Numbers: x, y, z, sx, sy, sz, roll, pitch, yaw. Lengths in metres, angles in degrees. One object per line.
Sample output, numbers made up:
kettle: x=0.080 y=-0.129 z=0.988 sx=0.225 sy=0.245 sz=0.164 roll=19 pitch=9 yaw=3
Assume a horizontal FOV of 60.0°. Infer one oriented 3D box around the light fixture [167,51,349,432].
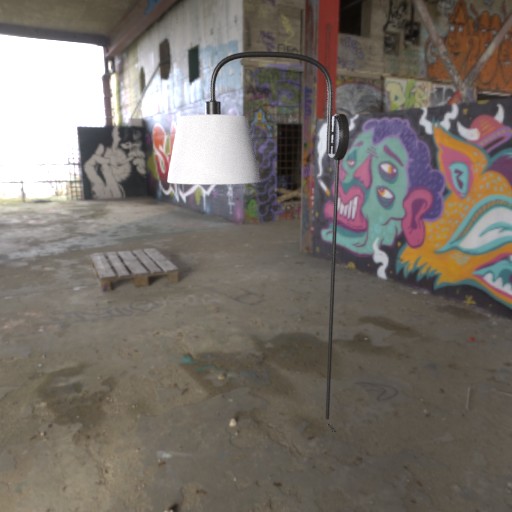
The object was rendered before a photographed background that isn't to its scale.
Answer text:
light fixture: x=0.000 y=0.000 z=0.465 sx=0.176 sy=0.399 sz=0.092 roll=-2 pitch=13 yaw=-9
